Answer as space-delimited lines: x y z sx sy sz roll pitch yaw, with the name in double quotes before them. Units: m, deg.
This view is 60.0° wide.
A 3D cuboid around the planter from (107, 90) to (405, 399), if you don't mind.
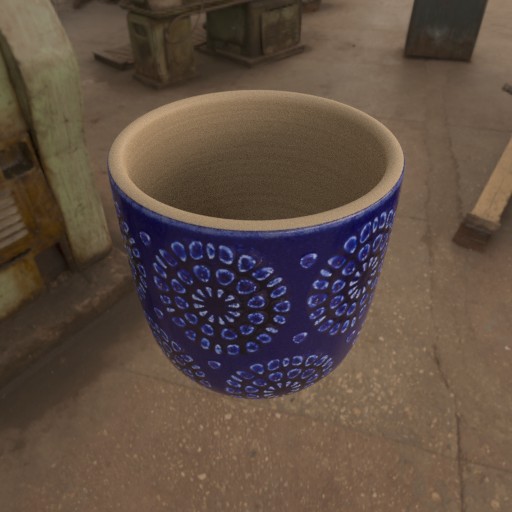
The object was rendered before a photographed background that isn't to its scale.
"planter" 0.000 0.000 0.200 0.109 0.112 0.109 0 41 0
